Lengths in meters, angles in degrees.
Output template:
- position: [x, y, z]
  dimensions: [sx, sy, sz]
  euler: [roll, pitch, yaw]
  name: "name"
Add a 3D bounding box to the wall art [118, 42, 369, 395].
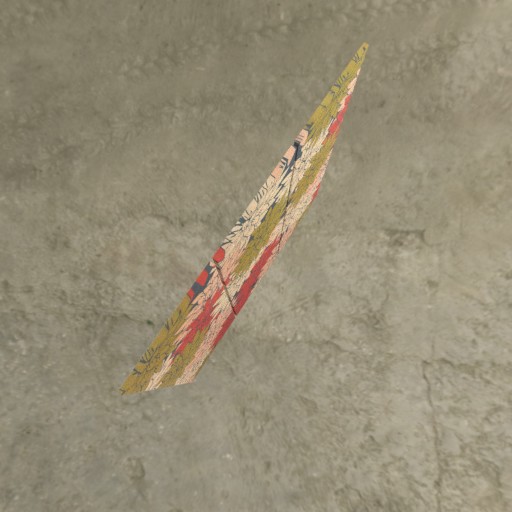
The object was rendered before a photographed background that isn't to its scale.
- position: [0.000, 0.000, 1.348]
  dimensions: [0.013, 0.913, 0.904]
  euler: [33, 78, 8]
  name: "wall art"
